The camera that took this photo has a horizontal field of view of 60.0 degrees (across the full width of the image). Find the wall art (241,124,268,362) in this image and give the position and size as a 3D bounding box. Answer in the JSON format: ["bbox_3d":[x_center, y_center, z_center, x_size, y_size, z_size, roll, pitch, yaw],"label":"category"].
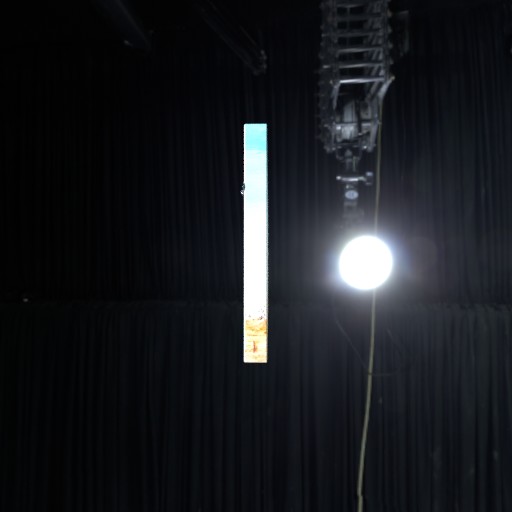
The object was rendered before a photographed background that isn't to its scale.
[{"bbox_3d":[0.000,0.000,0.845,0.044,0.254,0.759,0,-2,2],"label":"wall art"}]
